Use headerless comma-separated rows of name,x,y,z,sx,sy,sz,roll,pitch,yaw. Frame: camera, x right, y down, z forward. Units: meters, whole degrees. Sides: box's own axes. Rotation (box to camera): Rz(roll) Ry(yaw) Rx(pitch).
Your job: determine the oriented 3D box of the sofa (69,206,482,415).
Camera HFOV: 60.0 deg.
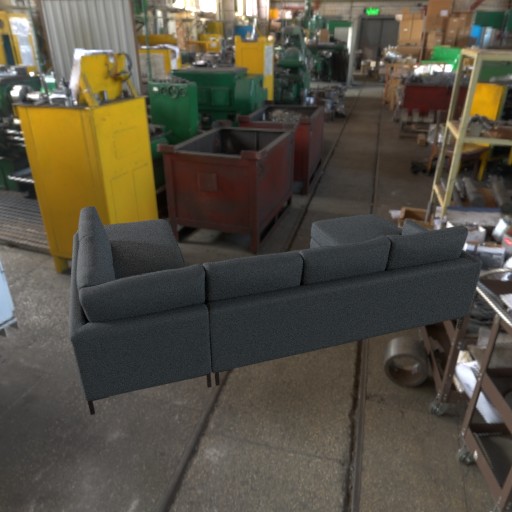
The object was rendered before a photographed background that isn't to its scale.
sofa,0.000,0.000,3.822,2.975,0.858,1.984,-9,28,-17
